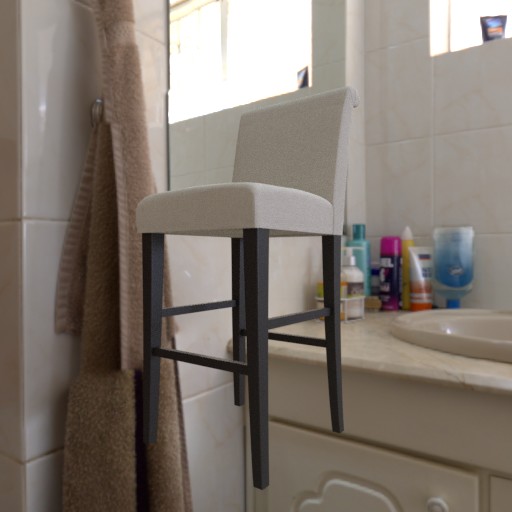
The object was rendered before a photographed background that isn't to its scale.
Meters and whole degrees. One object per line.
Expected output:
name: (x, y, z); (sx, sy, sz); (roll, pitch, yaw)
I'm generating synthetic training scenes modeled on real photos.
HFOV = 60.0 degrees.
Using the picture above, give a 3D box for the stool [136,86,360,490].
stool: (0.000, 0.000, 1.411); (0.452, 1.124, 0.597); (0, 0, 37)
